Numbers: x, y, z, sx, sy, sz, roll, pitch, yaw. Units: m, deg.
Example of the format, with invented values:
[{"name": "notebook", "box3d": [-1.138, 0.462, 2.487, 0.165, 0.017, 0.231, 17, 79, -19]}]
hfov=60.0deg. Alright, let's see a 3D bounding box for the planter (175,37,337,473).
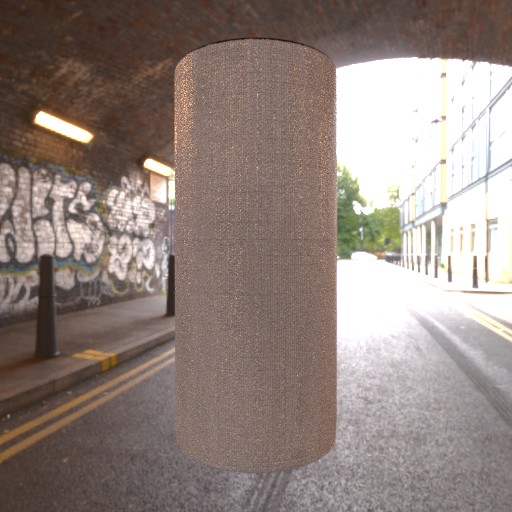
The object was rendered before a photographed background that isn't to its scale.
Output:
[{"name": "planter", "box3d": [0.000, 0.000, 0.126, 0.045, 0.103, 0.045, 0, 1, -37]}]
